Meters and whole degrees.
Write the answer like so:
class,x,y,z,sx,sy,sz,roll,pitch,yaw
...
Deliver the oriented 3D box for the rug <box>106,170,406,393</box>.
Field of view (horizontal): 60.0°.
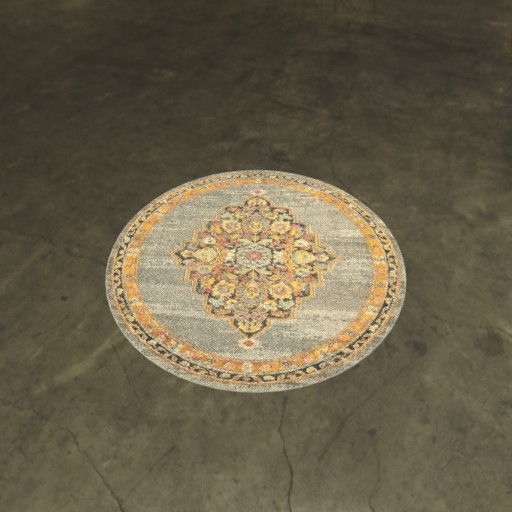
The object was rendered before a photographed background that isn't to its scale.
class,x,y,z,sx,sy,sz,roll,pitch,yaw
rug,0.000,0.000,2.419,1.598,0.010,1.598,0,46,0
